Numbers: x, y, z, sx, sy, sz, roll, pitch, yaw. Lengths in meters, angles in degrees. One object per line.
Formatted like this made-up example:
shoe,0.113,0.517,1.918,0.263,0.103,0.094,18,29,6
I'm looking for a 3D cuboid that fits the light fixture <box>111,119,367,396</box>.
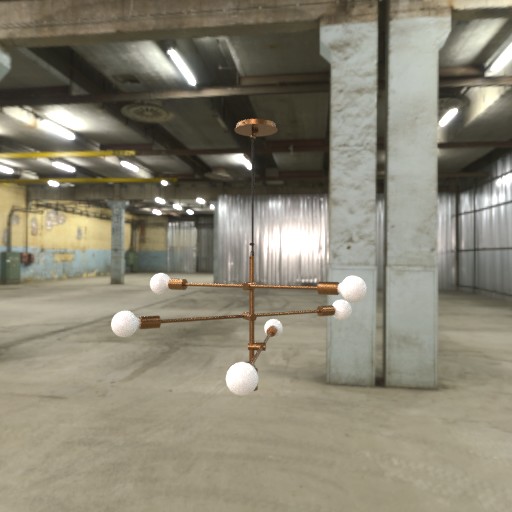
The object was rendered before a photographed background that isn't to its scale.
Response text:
light fixture,0.000,0.000,1.247,0.637,0.744,0.682,-1,-1,36
